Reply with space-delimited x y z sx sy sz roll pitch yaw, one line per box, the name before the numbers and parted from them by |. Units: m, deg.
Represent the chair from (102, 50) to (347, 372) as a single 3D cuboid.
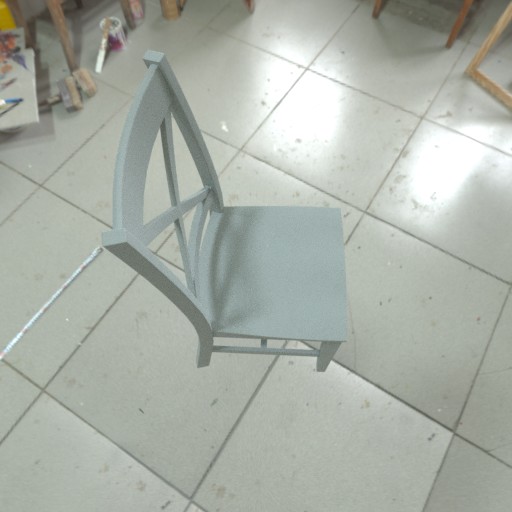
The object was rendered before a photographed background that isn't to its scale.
chair | 0.000 0.000 1.286 0.542 0.983 0.485 2 63 1
